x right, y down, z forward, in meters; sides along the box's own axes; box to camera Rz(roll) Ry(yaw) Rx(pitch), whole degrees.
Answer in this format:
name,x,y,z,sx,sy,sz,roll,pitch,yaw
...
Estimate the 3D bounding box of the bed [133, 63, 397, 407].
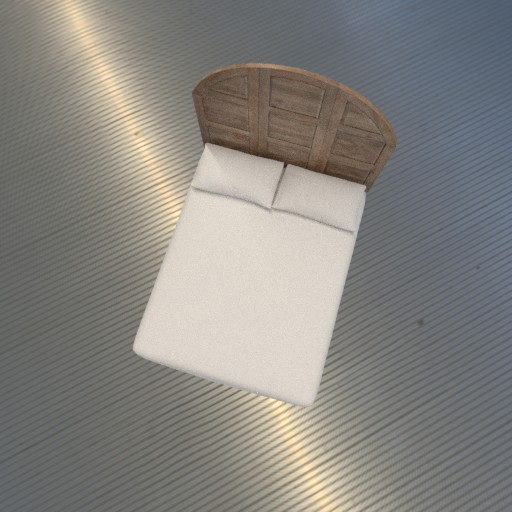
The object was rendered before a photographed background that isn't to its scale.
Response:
name,x,y,z,sx,sy,sz,roll,pitch,yaw
bed,0.000,0.000,3.580,1.713,2.002,2.112,16,76,4
